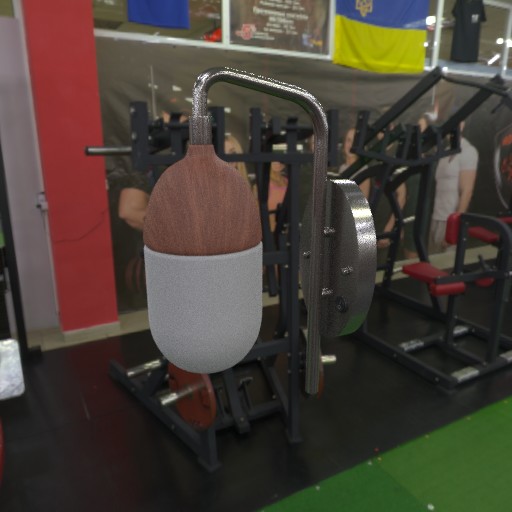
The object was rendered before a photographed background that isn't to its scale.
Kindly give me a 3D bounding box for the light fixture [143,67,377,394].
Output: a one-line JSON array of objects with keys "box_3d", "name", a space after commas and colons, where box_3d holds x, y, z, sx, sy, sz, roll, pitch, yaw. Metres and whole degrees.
[{"box_3d": [0.000, 0.000, 0.438, 0.216, 0.343, 0.108, -8, 17, -26], "name": "light fixture"}]
